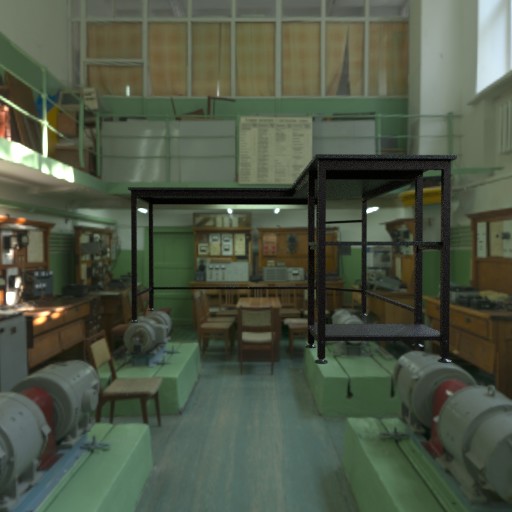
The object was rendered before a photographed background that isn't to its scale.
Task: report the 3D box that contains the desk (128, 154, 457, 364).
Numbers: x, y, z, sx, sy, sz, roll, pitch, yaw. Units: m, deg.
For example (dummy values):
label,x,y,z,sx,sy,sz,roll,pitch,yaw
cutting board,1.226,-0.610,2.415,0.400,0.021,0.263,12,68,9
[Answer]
label,x,y,z,sx,sy,sz,roll,pitch,yaw
desk,0.000,0.000,2.240,1.379,0.739,1.379,0,1,-2
